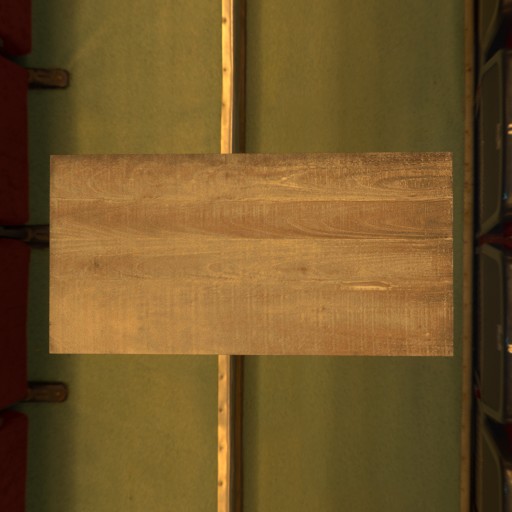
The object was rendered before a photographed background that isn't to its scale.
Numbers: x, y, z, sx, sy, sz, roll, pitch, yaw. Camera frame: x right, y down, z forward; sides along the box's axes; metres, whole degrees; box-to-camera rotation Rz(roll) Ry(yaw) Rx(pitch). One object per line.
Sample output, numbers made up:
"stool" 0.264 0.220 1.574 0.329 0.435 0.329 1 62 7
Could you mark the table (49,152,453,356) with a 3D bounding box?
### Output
"table" 0.000 0.000 1.007 0.599 0.701 0.300 0 90 2
